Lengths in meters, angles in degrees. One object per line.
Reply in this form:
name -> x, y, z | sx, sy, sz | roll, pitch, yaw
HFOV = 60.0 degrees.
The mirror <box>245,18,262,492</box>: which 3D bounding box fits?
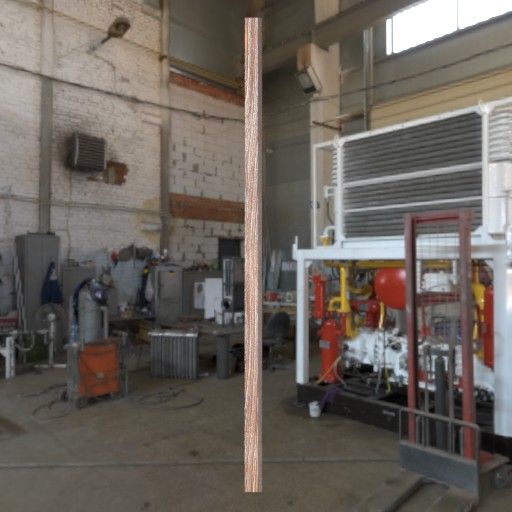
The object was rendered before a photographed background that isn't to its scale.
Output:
mirror -> 0.000, 0.000, 1.189 | 0.032, 0.882, 0.730 | 0, -1, 1
